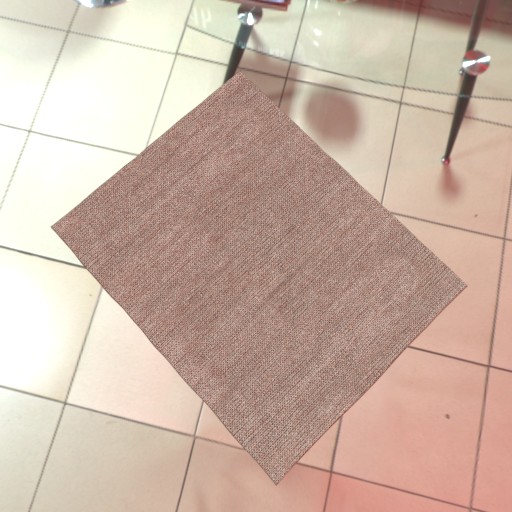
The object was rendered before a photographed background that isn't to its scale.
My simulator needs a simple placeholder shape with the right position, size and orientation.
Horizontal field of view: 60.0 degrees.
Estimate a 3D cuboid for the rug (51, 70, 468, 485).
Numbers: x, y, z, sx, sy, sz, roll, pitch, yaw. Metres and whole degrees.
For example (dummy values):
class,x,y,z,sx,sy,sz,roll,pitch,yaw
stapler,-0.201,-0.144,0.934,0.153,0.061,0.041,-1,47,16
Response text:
class,x,y,z,sx,sy,sz,roll,pitch,yaw
rug,0.000,0.000,4.077,2.429,0.030,3.052,-43,81,-9
